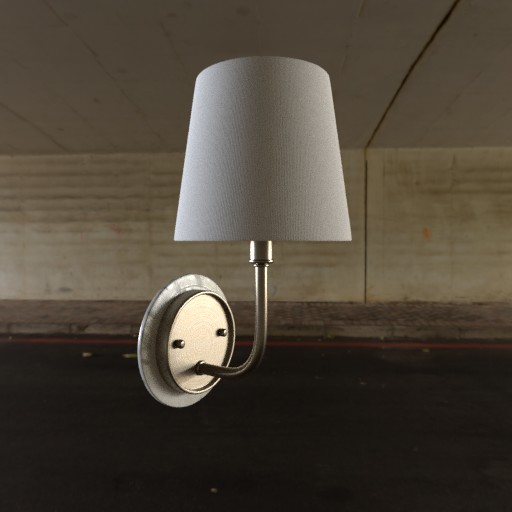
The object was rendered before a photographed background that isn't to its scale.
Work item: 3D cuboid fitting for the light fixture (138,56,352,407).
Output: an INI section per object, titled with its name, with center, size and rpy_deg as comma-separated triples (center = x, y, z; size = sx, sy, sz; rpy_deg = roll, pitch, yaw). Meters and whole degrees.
[light fixture]
center = 0.000, 0.000, 0.441
size = 0.188, 0.337, 0.168
rpy_deg = 1, 3, 35
